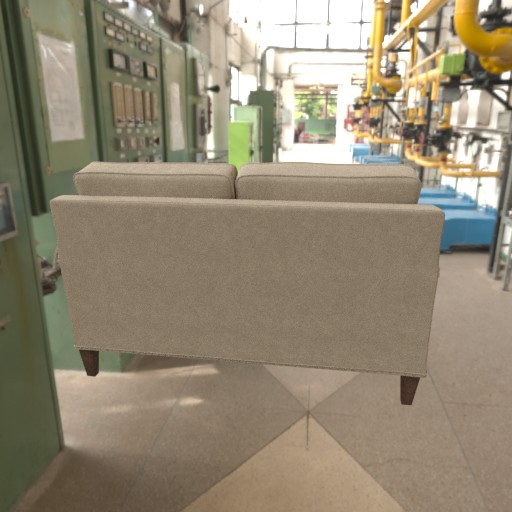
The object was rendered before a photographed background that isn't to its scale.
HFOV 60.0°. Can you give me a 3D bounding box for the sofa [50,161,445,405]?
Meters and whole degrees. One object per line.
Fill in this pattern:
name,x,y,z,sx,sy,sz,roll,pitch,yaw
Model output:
sofa,0.000,0.000,2.249,1.597,1.002,1.084,3,17,8
